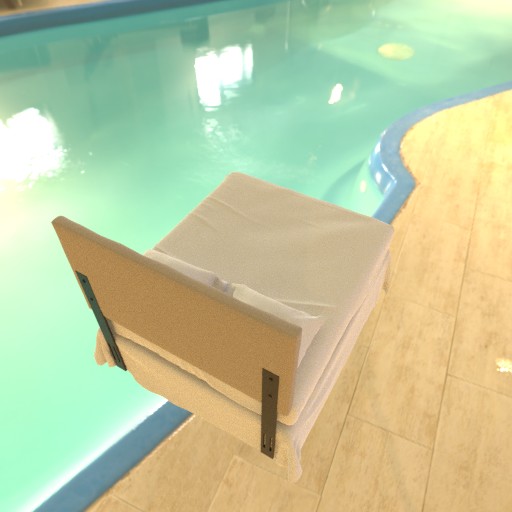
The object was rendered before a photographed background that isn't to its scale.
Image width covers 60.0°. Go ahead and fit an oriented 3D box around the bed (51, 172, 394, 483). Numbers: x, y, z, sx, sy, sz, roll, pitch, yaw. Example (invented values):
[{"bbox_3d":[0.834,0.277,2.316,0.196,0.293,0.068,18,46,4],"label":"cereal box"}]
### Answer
[{"bbox_3d":[0.000,0.000,3.493,1.936,1.577,2.222,23,50,21],"label":"bed"}]
